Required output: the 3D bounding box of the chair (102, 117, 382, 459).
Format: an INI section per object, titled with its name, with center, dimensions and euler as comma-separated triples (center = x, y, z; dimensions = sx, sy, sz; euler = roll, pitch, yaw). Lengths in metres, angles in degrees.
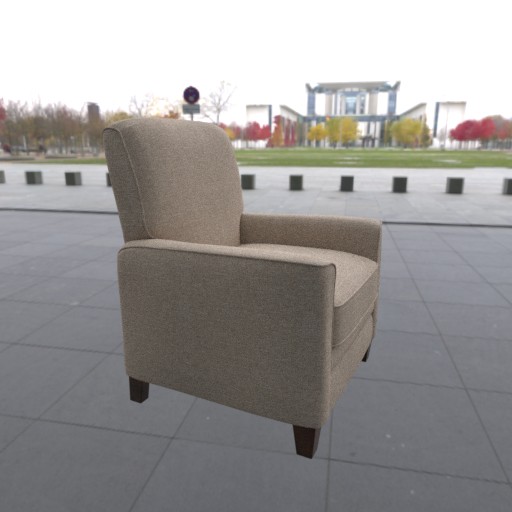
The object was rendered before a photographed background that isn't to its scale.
[chair]
center = 0.000, 0.000, 1.711
dimensions = 0.858, 1.028, 0.841
euler = 7, 16, 26
